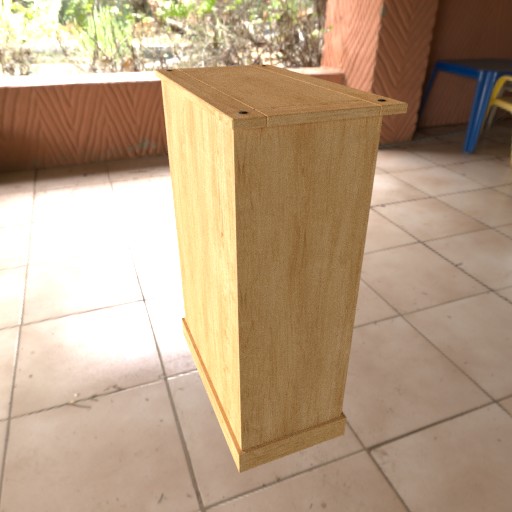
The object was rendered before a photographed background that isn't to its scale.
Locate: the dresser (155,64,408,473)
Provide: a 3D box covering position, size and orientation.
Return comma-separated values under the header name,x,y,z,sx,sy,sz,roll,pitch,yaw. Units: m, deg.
name,x,y,z,sx,sy,sz,roll,pitch,yaw
dresser,0.000,0.000,1.759,0.485,1.300,0.915,-11,32,-19
